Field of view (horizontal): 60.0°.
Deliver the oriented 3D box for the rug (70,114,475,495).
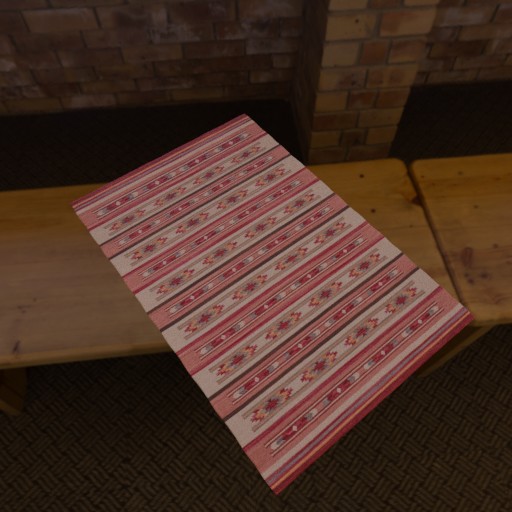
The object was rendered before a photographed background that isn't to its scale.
[{"bbox_3d":[0.000,0.000,2.285,1.223,0.008,1.817,-33,63,-19],"label":"rug"}]
